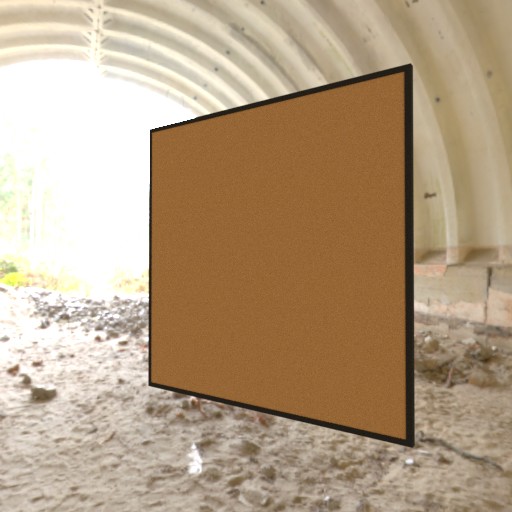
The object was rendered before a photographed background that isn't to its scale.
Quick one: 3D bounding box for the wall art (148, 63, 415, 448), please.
[{"bbox_3d":[0.000,0.000,0.959,0.664,0.663,0.015,-1,-1,35],"label":"wall art"}]
